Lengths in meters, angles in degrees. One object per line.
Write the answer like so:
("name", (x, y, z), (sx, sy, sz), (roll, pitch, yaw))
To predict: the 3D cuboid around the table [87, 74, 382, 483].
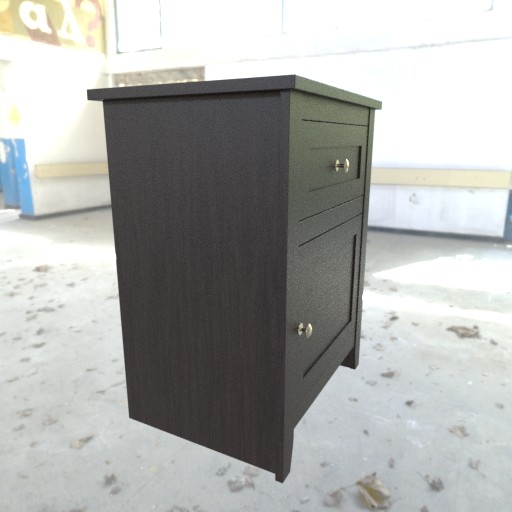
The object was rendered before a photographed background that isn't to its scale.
("table", (0.000, 0.000, 0.933), (0.381, 0.635, 0.480), (8, 17, 27))
